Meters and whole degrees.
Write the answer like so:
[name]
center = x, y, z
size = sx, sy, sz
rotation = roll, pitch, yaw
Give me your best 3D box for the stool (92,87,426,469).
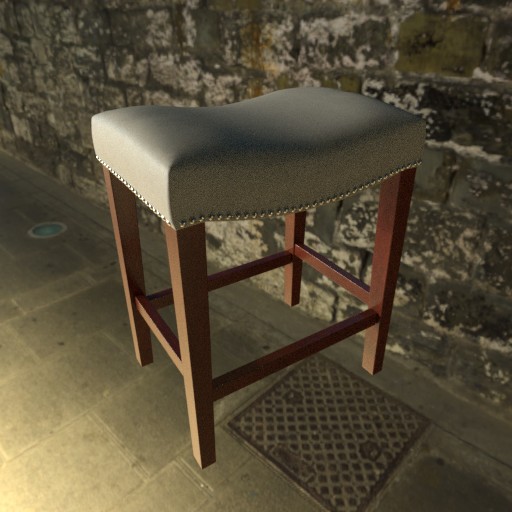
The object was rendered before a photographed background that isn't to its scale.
[stool]
center = 0.000, 0.000, 0.947
size = 0.509, 0.632, 0.375
rotation = -18, 34, -28
